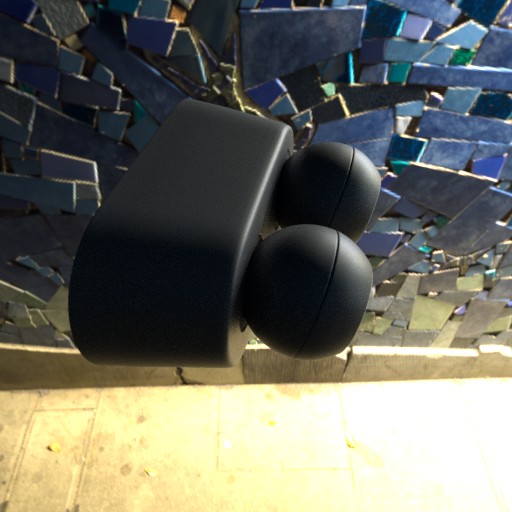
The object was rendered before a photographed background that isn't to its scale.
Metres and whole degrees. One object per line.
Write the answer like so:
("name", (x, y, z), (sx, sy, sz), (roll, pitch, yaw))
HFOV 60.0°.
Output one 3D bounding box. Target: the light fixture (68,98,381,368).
("light fixture", (0.000, 0.000, 0.331), (0.159, 0.159, 0.229), (10, 47, 9))
